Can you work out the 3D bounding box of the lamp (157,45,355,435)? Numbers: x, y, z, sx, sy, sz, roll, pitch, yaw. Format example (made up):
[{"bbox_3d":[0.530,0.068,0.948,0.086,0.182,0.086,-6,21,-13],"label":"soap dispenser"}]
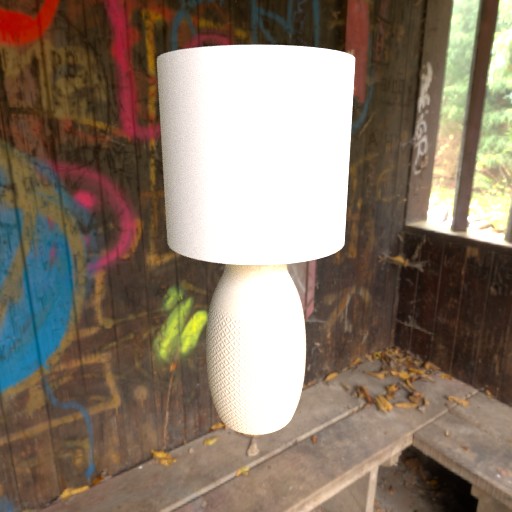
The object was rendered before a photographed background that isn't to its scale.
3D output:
[{"bbox_3d":[0.000,0.000,0.559,0.217,0.453,0.217,8,18,25],"label":"lamp"}]
